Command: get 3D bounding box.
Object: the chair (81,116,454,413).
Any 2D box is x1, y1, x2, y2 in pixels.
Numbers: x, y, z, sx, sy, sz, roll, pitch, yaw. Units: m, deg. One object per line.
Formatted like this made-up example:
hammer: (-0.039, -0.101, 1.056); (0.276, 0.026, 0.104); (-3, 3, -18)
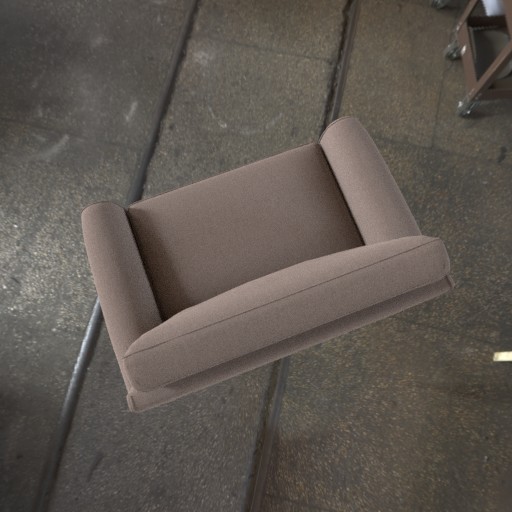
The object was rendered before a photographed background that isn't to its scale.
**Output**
chair: (0.000, 0.000, 2.029); (1.390, 0.930, 0.930); (-20, 76, -5)
